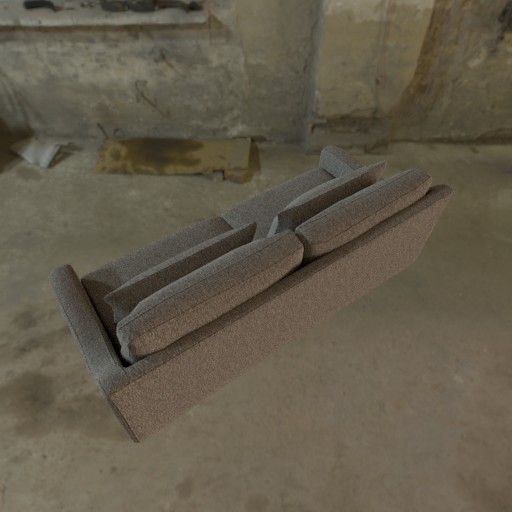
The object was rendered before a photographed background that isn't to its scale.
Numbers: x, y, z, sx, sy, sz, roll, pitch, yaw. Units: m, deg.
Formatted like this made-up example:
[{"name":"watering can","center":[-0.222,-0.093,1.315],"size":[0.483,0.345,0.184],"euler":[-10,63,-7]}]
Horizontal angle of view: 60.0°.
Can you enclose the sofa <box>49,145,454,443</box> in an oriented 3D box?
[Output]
[{"name":"sofa","center":[0.000,0.000,2.920],"size":[2.418,0.998,1.103],"euler":[-28,53,-24]}]
